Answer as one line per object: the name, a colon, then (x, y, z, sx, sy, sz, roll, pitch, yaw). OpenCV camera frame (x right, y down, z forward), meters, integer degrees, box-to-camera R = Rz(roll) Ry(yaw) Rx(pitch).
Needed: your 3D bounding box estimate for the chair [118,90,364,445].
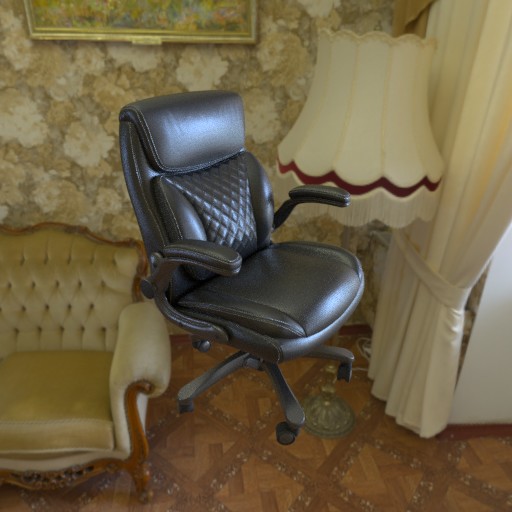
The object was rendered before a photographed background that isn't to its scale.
chair: (0.000, 0.000, 1.636, 0.724, 1.110, 0.782, 17, 31, 32)
